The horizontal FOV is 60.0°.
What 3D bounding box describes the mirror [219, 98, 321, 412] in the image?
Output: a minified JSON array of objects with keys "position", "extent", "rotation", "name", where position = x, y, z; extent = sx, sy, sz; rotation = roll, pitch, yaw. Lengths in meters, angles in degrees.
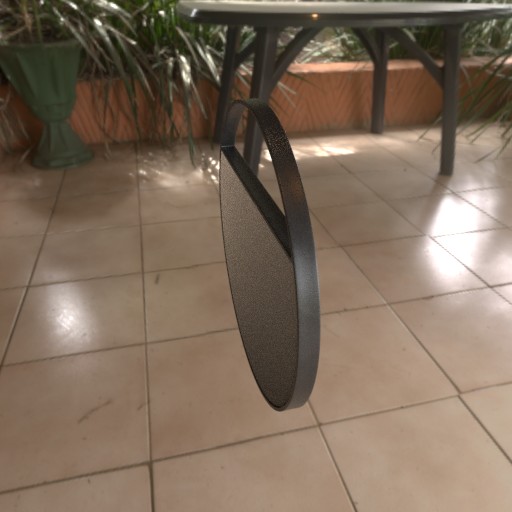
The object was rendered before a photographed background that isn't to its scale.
[{"position":[0.000,0.000,0.844],"extent":[0.032,0.565,0.565],"rotation":[-8,32,-13],"name":"mirror"}]
